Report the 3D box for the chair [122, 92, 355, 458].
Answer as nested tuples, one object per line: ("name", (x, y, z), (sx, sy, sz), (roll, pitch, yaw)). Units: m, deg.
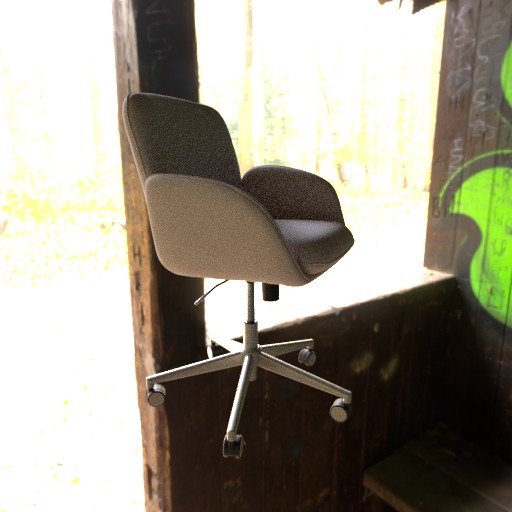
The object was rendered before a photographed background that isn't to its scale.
("chair", (0.000, 0.000, 1.365), (0.633, 0.959, 0.648), (6, 15, 25))
